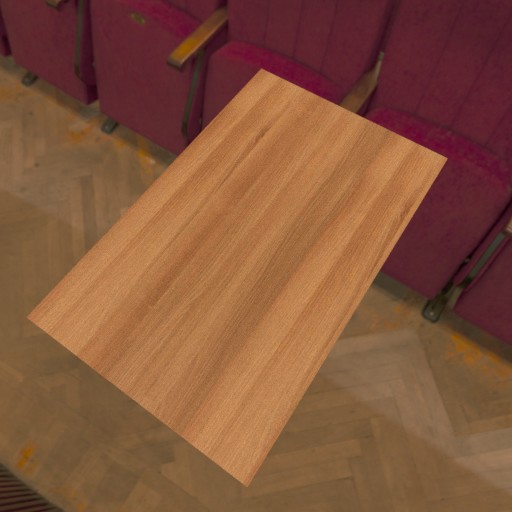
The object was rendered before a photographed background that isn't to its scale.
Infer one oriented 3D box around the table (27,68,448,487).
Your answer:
[{"bbox_3d":[0.000,0.000,1.417,0.700,0.330,1.100,31,68,14],"label":"table"}]
